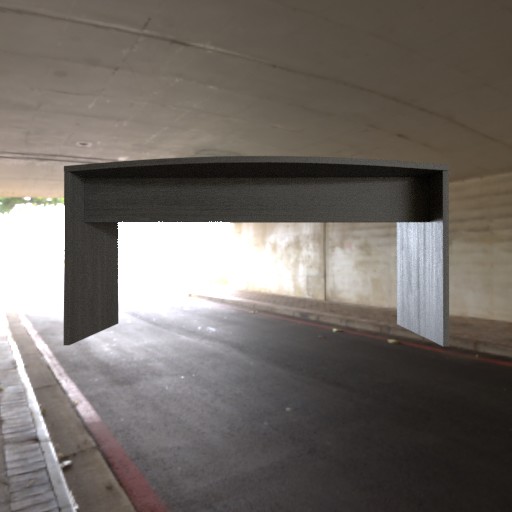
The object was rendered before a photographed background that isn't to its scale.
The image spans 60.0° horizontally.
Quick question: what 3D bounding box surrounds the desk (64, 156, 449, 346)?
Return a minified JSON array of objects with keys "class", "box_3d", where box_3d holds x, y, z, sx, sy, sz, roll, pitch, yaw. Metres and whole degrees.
[{"class":"desk","box_3d":[0.000,0.000,2.072,1.600,0.750,0.802,0,0,1]}]
